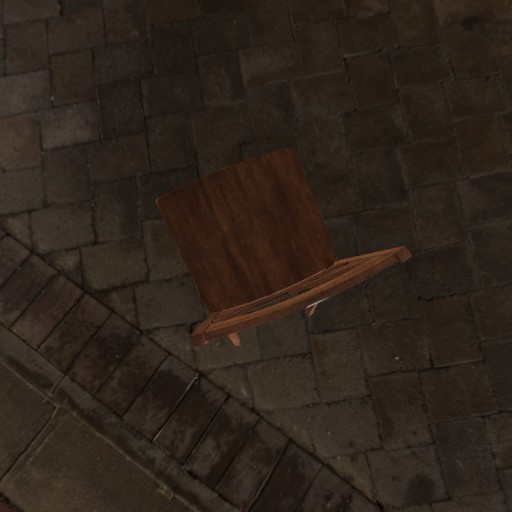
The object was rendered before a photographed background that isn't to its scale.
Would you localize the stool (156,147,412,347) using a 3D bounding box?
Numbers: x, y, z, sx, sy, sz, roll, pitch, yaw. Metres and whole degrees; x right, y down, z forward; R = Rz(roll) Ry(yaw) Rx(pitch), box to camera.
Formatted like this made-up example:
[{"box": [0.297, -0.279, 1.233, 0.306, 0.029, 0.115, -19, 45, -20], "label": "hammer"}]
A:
[{"box": [0.000, 0.000, 1.383, 0.433, 1.105, 0.487, -22, 78, -5], "label": "stool"}]
